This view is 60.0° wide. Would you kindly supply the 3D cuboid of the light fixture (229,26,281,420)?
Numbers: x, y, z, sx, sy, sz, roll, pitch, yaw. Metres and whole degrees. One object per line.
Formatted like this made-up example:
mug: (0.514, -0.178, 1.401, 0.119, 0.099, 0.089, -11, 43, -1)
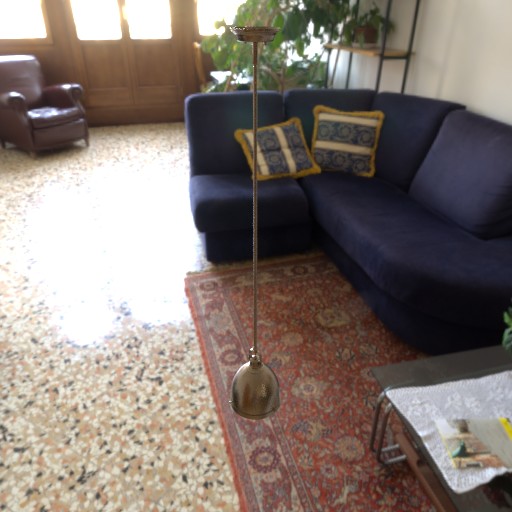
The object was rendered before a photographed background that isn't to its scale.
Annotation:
light fixture: (0.000, 0.000, 1.492, 0.217, 1.367, 0.211, 22, 37, 33)
